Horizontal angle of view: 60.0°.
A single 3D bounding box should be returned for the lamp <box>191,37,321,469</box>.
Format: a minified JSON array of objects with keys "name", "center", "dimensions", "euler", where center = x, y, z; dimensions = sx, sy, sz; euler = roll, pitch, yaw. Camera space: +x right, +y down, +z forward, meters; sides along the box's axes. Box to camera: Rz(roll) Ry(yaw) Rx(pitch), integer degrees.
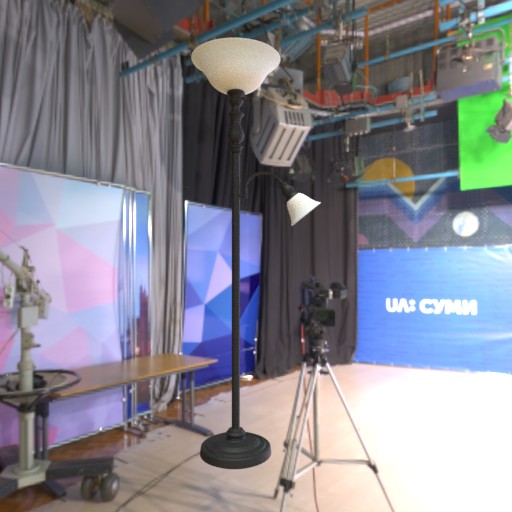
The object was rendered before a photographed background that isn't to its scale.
[{"name":"lamp","center":[0.000,0.000,2.014],"dimensions":[0.588,1.793,0.405],"euler":[0,-1,0]}]
